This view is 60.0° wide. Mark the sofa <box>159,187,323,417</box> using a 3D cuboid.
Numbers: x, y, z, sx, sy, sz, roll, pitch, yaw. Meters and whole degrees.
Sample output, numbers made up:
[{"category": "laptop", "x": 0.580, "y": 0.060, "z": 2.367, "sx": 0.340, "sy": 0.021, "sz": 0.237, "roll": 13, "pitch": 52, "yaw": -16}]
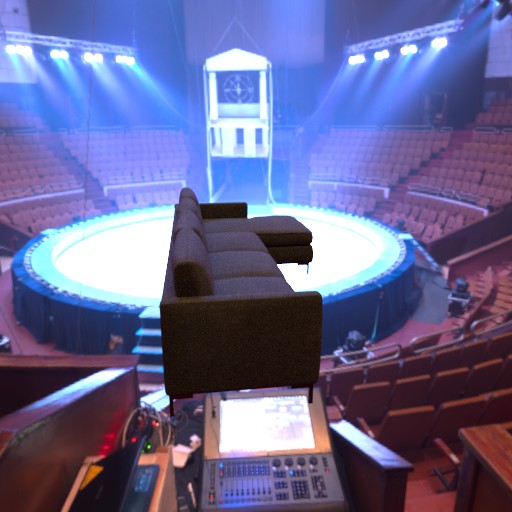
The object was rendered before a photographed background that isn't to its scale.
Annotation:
[{"category": "sofa", "x": 0.000, "y": 0.000, "z": 3.562, "sx": 1.350, "sy": 0.810, "sz": 2.932, "roll": -2, "pitch": 16, "yaw": -8}]
